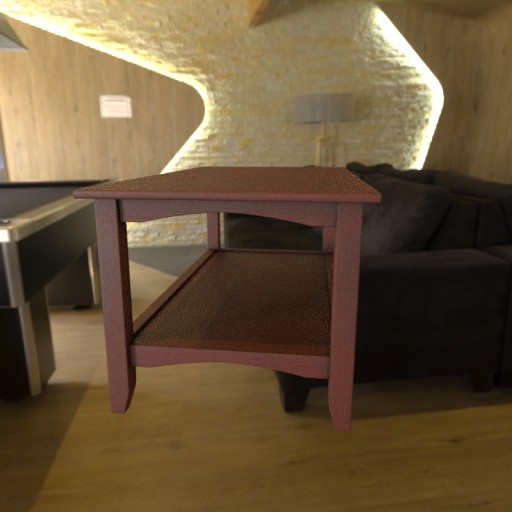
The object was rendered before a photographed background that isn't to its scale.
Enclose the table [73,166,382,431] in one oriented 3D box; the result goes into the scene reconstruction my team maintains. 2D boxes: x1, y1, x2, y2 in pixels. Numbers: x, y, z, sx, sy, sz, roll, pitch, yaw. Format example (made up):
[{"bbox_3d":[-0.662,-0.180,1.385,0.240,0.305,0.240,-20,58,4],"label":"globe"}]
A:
[{"bbox_3d":[0.000,0.000,1.257,0.533,0.456,0.943,2,14,7],"label":"table"}]
